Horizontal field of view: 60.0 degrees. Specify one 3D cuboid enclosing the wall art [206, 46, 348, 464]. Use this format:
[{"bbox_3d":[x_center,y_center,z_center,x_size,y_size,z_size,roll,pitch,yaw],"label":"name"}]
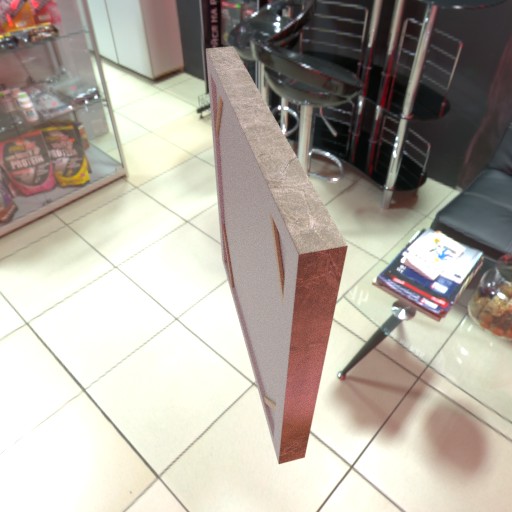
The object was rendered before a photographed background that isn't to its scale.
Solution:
[{"bbox_3d":[0.000,0.000,0.606,0.038,0.407,0.405,-10,46,-10],"label":"wall art"}]
